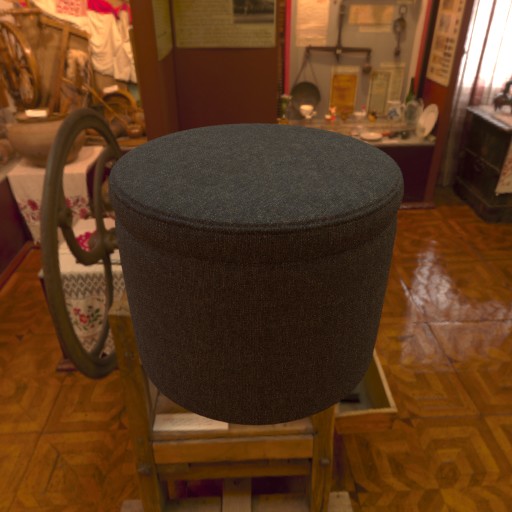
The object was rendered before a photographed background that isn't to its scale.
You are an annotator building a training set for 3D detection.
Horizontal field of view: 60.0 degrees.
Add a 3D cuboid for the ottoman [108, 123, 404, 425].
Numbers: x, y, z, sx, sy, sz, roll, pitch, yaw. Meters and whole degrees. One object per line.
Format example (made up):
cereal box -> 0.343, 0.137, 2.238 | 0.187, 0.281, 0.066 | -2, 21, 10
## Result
ottoman -> 0.000, 0.000, 0.897 | 0.520, 0.430, 0.520 | 0, 31, 0
